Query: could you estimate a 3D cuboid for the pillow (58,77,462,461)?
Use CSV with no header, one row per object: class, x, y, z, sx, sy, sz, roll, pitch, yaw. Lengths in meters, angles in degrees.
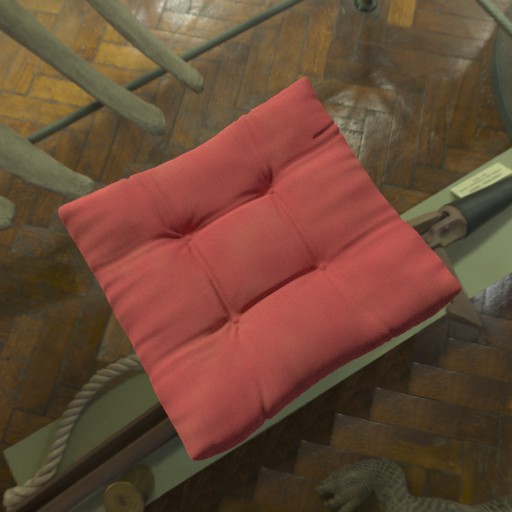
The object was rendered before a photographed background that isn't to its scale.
pillow,0.000,0.000,0.737,0.490,0.128,0.468,-31,77,-8
